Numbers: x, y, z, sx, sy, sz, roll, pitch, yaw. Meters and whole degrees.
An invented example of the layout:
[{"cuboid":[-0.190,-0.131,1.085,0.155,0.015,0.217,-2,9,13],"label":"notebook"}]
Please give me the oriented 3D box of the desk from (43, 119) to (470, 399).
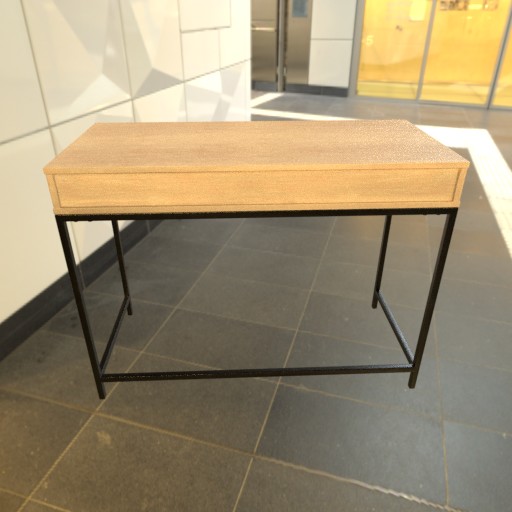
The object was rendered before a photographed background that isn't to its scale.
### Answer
[{"cuboid":[0.000,0.000,1.444,1.016,0.762,0.470,-1,30,-2],"label":"desk"}]
